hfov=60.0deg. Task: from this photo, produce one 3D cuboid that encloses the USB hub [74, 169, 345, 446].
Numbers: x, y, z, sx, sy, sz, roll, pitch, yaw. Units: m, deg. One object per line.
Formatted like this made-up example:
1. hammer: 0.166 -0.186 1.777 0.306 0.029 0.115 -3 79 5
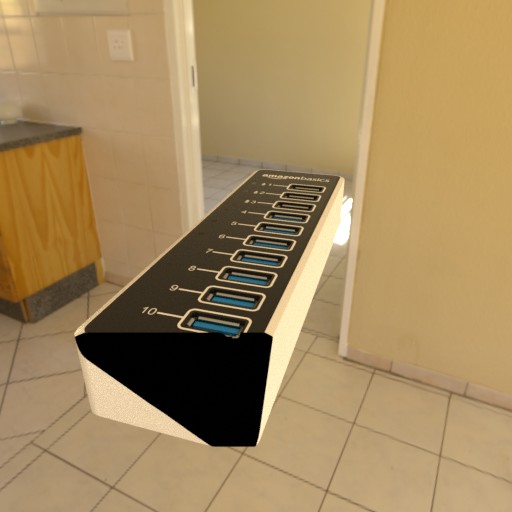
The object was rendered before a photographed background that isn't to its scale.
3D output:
1. USB hub: 0.000 0.000 0.160 0.044 0.023 0.145 8 28 15
